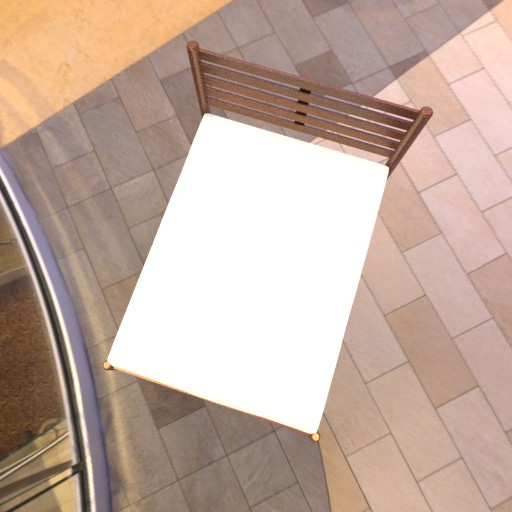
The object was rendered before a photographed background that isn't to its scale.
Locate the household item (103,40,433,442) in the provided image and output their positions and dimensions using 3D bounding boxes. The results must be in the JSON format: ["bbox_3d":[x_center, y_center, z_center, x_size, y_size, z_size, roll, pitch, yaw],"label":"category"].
[{"bbox_3d":[0.000,0.000,3.270,1.663,1.356,2.232,18,77,4],"label":"household item"}]
